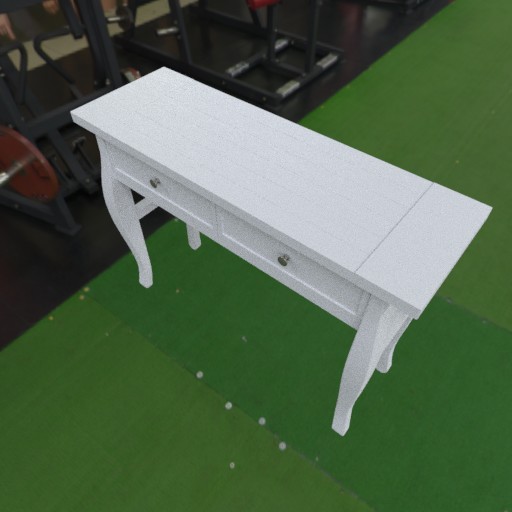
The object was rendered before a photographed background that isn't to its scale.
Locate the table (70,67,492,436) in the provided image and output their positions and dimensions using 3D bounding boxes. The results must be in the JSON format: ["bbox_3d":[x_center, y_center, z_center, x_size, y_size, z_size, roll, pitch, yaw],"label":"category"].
[{"bbox_3d":[0.000,0.000,1.398,1.062,0.768,0.373,32,55,25],"label":"table"}]
